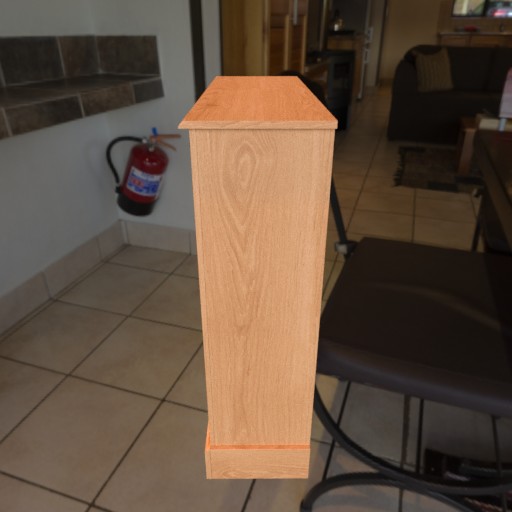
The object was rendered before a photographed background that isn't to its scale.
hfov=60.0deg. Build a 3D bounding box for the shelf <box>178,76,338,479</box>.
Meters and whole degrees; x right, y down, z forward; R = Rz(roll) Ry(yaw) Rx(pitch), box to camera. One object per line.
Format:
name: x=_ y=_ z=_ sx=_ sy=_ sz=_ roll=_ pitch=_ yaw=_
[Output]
shelf: x=0.000 y=0.000 z=1.398 sx=0.291 sy=0.980 sz=0.840 roll=0 pitch=27 yaw=0
